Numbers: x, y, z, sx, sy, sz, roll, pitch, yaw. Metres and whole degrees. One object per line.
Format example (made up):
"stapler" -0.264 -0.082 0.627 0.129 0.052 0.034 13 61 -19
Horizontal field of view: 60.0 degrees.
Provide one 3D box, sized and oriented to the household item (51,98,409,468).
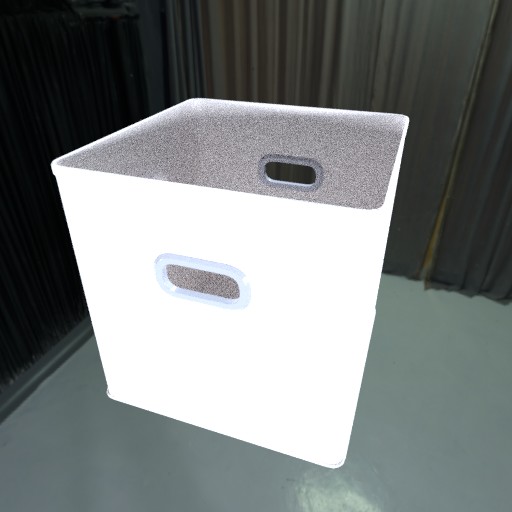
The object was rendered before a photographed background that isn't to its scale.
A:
"household item" 0.000 0.000 0.558 0.305 0.305 0.305 11 33 17
